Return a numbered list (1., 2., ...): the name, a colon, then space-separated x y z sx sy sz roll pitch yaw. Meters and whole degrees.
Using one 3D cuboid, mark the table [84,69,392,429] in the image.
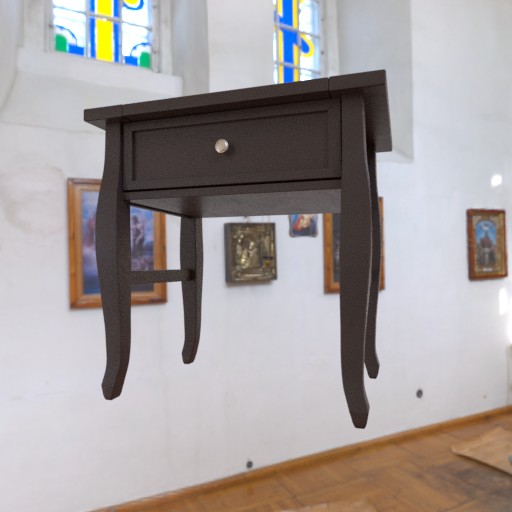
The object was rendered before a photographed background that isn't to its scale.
1. table: 0.000 0.000 1.035 0.602 0.605 0.460 0 -1 18
